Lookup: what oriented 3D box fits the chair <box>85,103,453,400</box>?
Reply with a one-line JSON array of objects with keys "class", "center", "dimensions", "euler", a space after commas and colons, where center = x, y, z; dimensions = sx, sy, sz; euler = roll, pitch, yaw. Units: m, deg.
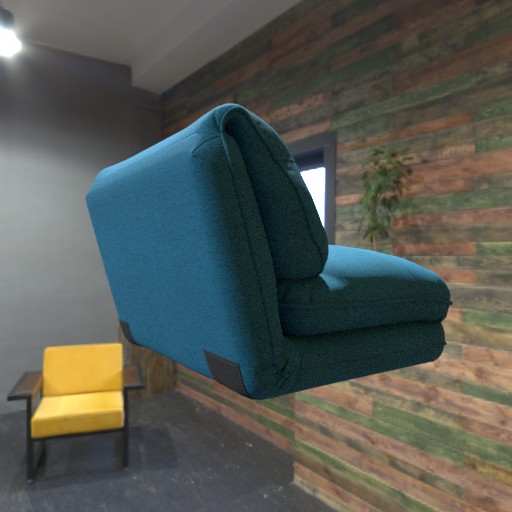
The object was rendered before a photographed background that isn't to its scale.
[{"class": "chair", "center": [0.000, 0.000, 1.296], "dimensions": [0.780, 0.580, 0.820], "euler": [0, 0, -35]}]
